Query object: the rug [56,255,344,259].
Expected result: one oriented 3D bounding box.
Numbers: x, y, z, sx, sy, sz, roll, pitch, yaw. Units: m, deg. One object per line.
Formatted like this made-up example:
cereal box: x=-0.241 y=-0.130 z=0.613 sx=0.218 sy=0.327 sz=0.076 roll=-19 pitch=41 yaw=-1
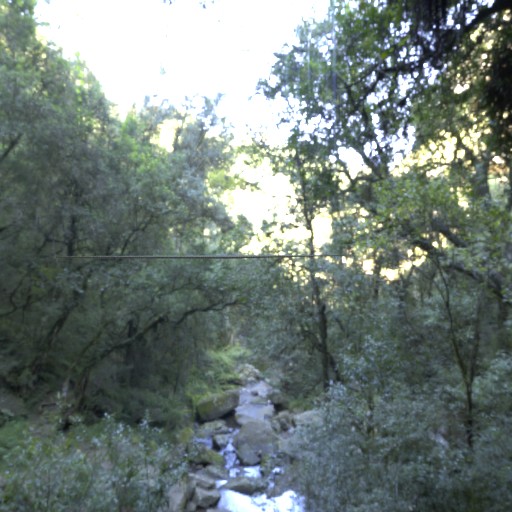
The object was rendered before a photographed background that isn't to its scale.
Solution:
rug: x=0.000 y=0.000 z=2.657 sx=0.686 sy=0.006 sz=2.437 roll=0 pitch=0 yaw=20
